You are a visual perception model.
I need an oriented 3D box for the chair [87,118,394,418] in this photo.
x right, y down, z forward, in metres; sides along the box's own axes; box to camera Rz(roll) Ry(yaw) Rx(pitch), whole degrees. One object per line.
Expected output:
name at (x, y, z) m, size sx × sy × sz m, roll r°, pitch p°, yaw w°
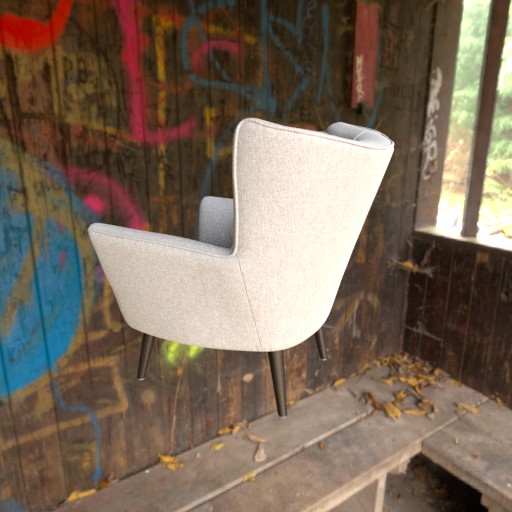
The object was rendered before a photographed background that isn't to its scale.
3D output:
chair at (0.000, 0.000, 1.600) m, size 0.888 × 0.933 × 0.781 m, roll 8°, pitch 18°, yaw 26°
